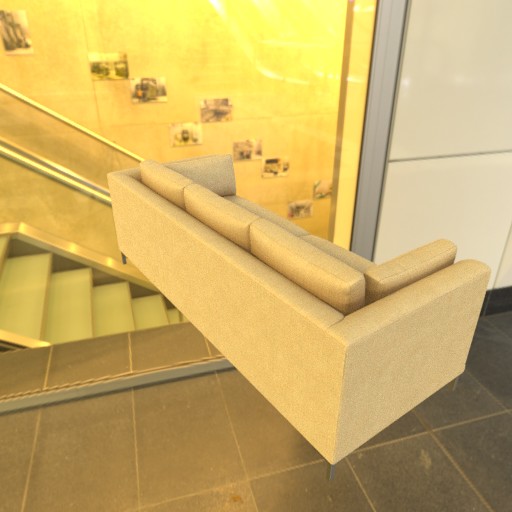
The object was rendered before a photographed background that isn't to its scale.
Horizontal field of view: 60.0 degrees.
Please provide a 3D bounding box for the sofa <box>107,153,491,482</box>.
[{"bbox_3d":[0.000,0.000,2.783,0.969,0.867,2.415,-19,33,-31],"label":"sofa"}]
